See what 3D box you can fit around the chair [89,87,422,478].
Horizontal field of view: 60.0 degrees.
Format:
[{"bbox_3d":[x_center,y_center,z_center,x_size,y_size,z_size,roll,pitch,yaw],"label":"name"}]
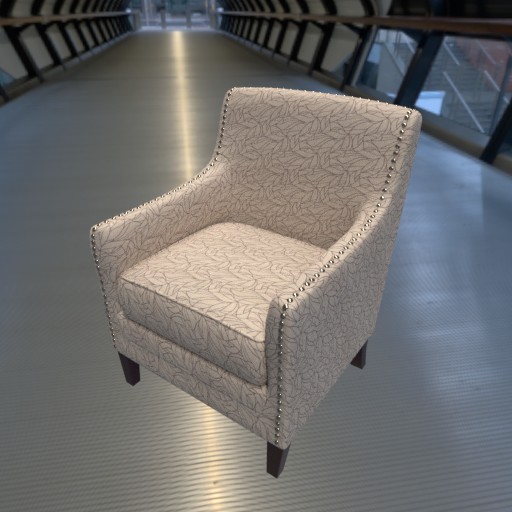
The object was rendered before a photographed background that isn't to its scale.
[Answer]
[{"bbox_3d":[0.000,0.000,1.270,0.623,0.816,0.651,19,35,30],"label":"chair"}]
